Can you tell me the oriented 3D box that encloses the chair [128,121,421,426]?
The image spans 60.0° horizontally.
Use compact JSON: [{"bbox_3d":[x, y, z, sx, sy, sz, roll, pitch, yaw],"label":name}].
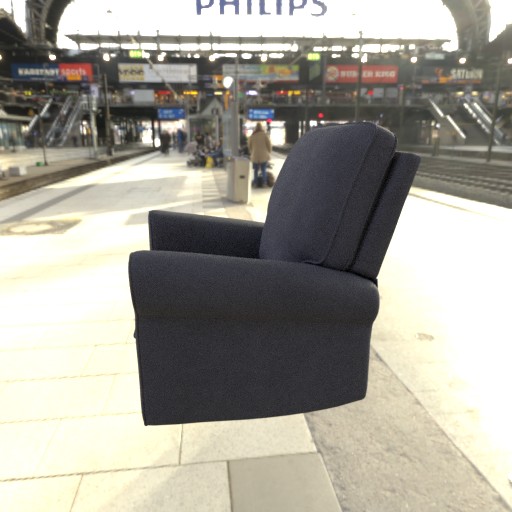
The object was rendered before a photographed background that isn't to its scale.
[{"bbox_3d":[0.000,0.000,1.671,0.878,0.961,0.890,-2,15,-9],"label":"chair"}]
